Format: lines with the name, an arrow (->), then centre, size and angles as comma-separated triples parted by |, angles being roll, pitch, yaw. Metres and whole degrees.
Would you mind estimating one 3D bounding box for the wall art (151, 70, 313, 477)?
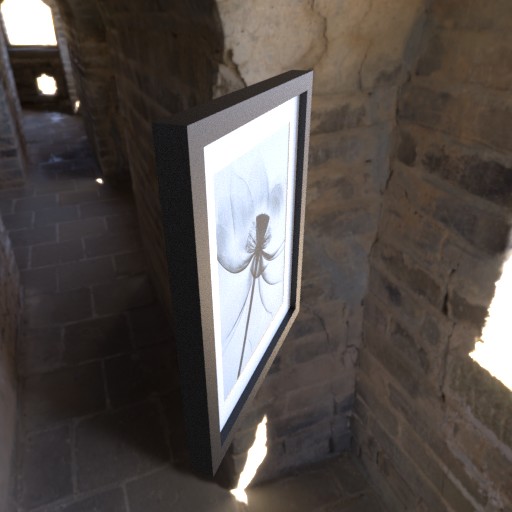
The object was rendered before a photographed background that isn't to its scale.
wall art -> 0.000, 0.000, 0.534 | 0.029, 0.381, 0.330 | 11, 31, 19
